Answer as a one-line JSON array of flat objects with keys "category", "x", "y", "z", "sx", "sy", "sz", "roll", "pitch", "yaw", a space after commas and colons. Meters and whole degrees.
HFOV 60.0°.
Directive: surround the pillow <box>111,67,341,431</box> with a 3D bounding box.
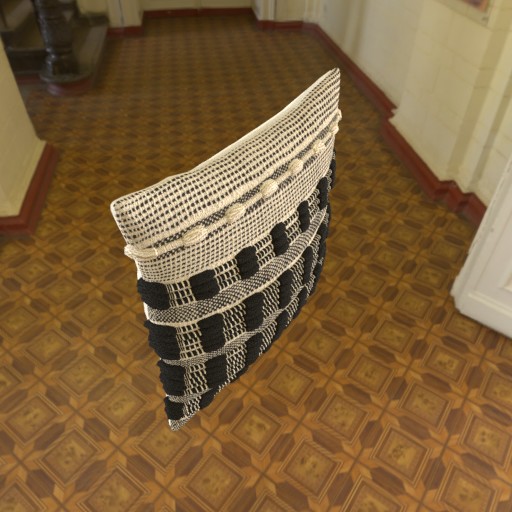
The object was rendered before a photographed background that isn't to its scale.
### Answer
[{"category": "pillow", "x": 0.000, "y": 0.000, "z": 0.676, "sx": 0.156, "sy": 0.438, "sz": 0.436, "roll": 26, "pitch": 48, "yaw": 26}]
